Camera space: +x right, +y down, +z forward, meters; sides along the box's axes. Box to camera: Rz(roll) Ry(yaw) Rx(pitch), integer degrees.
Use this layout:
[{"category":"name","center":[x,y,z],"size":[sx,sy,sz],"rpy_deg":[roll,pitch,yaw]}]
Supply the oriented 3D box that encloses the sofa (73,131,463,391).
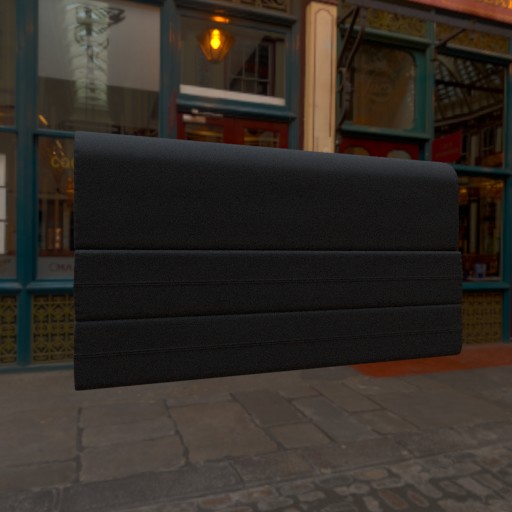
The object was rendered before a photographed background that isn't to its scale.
[{"category":"sofa","center":[0.000,0.000,1.650],"size":[1.225,0.670,0.762],"rpy_deg":[0,0,-19]}]
